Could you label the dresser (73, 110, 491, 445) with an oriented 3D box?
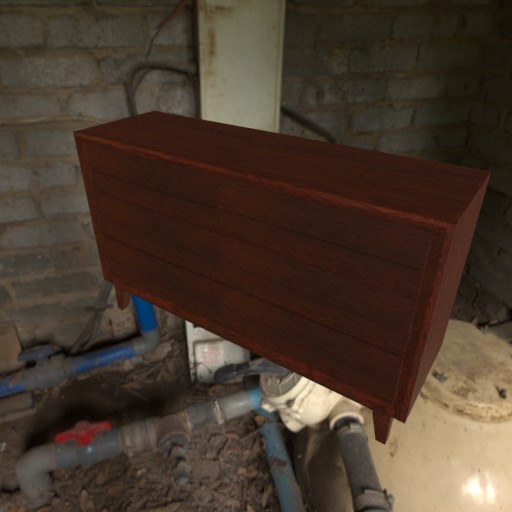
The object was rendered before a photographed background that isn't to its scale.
[{"bbox_3d":[0.000,0.000,1.977,1.609,0.971,0.499,19,36,29],"label":"dresser"}]
